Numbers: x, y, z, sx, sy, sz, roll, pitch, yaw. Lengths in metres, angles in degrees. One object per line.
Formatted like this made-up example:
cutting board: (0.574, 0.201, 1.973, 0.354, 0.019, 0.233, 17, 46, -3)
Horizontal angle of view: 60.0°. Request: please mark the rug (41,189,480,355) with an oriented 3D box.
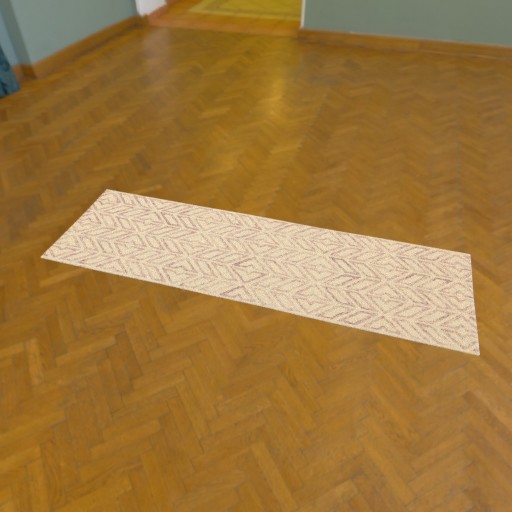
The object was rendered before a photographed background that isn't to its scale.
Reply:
rug: (0.000, 0.000, 2.626, 2.435, 0.009, 0.750, 11, 43, 12)
